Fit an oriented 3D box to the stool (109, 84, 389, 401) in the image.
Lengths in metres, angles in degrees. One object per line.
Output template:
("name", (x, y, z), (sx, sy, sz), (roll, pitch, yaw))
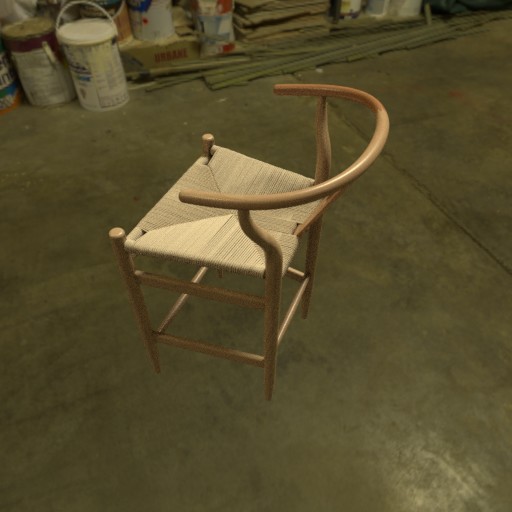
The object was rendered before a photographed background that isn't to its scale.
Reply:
("stool", (0.000, 0.000, 1.306), (0.575, 0.923, 0.536), (17, 48, 16))
